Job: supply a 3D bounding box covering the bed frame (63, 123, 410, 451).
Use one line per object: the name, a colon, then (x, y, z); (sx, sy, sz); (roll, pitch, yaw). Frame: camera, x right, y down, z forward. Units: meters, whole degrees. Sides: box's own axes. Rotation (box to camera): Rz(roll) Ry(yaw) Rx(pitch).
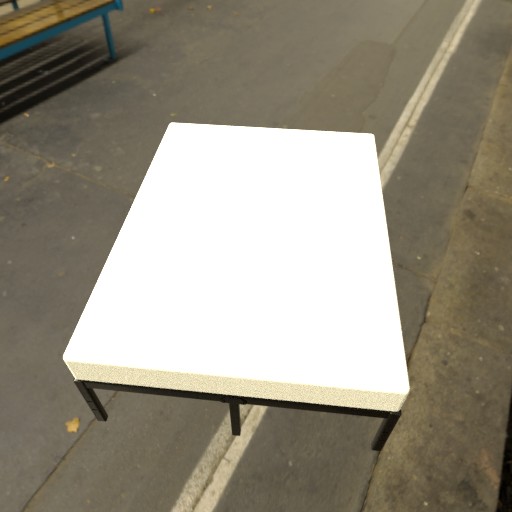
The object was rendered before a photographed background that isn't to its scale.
bed frame: (0.000, 0.000, 2.854); (1.557, 0.659, 2.072); (4, 47, 4)
